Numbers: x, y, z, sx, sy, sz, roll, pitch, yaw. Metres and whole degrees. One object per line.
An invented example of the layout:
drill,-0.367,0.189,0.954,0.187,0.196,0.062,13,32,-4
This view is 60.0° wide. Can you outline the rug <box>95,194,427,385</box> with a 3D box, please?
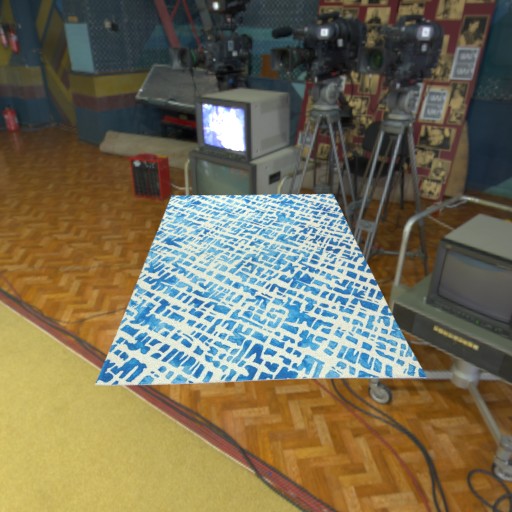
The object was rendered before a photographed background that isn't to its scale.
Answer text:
rug,0.000,0.000,3.095,1.520,0.011,2.447,-1,28,-1
